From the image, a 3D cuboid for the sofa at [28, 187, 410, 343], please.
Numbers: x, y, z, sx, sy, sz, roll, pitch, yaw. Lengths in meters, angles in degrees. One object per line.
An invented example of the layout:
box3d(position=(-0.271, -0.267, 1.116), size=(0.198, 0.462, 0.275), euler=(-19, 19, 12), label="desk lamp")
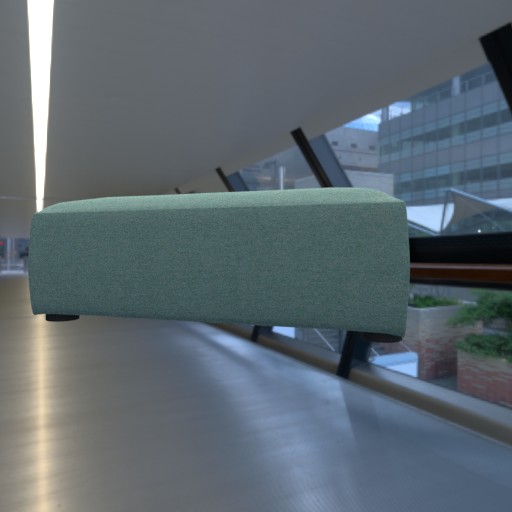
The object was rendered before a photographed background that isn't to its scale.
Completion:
box3d(position=(0.000, 0.000, 1.437), size=(0.930, 0.330, 0.930), euler=(0, 1, 18), label="sofa")
